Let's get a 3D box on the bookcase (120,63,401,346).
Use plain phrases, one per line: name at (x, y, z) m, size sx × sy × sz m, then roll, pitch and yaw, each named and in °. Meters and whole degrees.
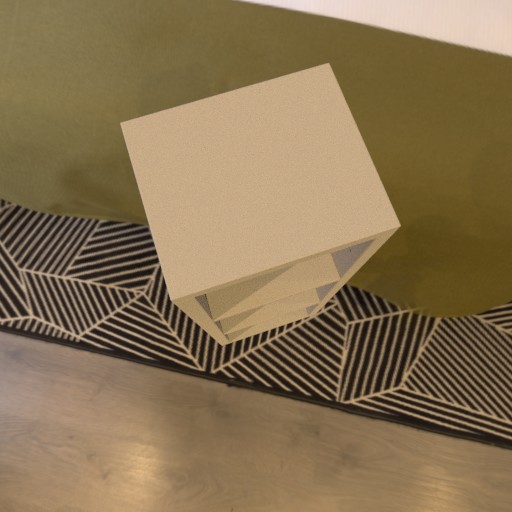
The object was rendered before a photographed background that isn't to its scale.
bookcase at (0.000, 0.000, 1.269) m, size 0.390 × 1.080 × 0.330 m, roll -18°, pitch 76°, yaw -5°
